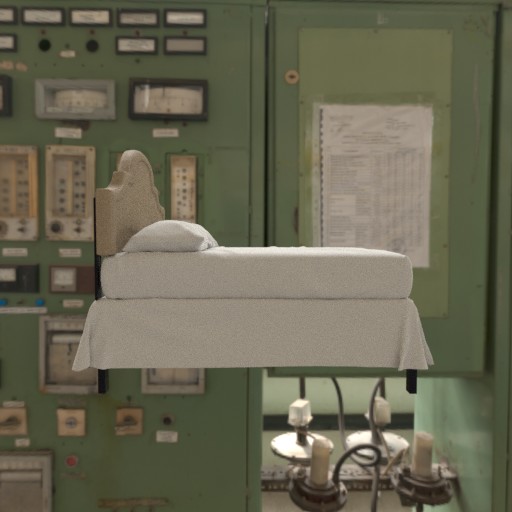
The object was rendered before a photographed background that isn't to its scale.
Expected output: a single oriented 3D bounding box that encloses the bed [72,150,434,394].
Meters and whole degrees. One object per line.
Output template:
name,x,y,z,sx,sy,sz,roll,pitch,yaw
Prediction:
bed,0.000,0.000,3.499,2.222,1.634,1.780,0,3,0
